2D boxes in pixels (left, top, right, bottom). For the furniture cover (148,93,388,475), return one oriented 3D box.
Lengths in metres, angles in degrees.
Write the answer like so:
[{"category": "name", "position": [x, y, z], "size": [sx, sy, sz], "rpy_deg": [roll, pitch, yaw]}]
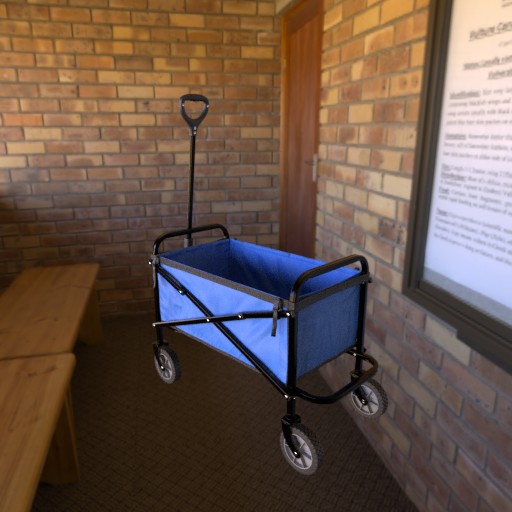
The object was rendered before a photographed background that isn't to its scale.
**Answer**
[{"category": "furniture cover", "position": [0.000, 0.000, 1.822], "size": [1.038, 1.295, 0.532], "rpy_deg": [15, 22, 43]}]
